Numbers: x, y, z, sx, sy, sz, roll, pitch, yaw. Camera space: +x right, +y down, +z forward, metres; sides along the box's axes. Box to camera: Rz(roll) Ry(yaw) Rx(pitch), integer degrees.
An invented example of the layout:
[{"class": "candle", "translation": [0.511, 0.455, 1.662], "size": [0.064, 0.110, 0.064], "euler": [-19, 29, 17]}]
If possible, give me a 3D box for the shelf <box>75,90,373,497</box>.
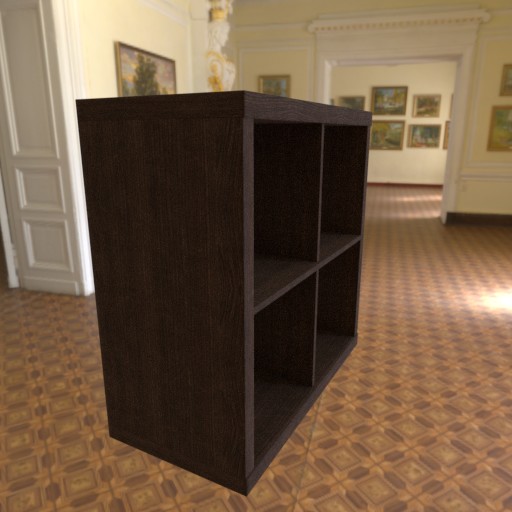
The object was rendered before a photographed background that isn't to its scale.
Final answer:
[{"class": "shelf", "translation": [0.000, 0.000, 1.232], "size": [0.390, 0.786, 0.790], "euler": [8, 17, 28]}]
